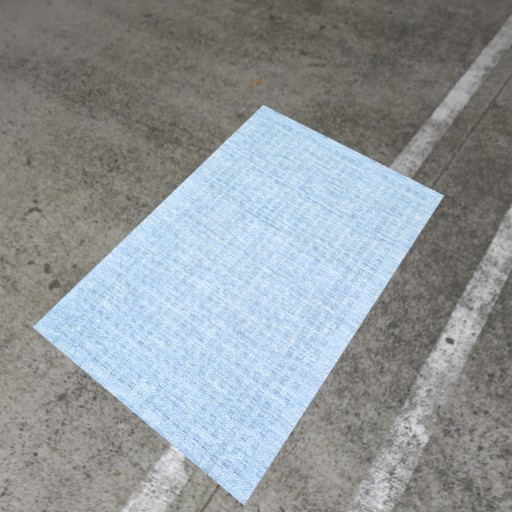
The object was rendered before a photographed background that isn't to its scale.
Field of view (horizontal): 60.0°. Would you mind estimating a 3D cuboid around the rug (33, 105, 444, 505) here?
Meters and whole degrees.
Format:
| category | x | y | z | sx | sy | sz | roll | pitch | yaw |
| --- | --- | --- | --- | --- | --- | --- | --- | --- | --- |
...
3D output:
| category | x | y | z | sx | sy | sz | roll | pitch | yaw |
| --- | --- | --- | --- | --- | --- | --- | --- | --- | --- |
| rug | 0.000 | 0.000 | 2.798 | 1.522 | 0.006 | 2.286 | 32 | 65 | 17 |
